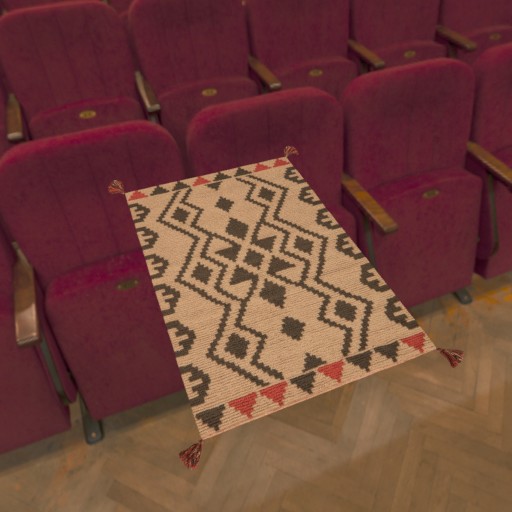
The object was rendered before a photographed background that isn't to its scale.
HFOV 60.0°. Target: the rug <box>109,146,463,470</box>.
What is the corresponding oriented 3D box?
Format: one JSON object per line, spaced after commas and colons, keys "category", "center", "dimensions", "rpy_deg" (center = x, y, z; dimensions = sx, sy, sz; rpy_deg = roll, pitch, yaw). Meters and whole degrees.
{"category": "rug", "center": [0.000, 0.000, 2.625], "dimensions": [1.444, 0.067, 2.069], "rpy_deg": [-16, 48, -15]}
